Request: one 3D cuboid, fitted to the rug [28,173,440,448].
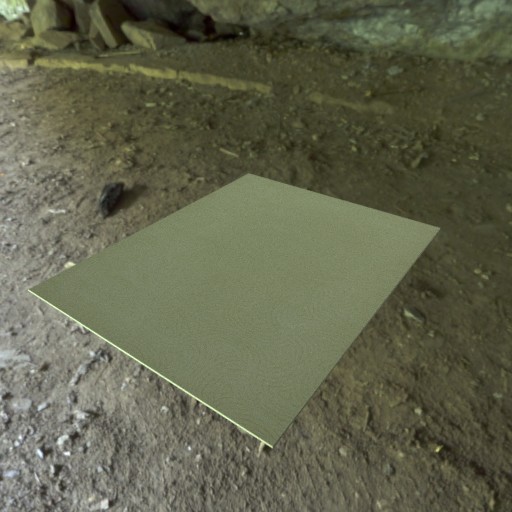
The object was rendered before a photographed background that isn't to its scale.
[{"bbox_3d":[0.000,0.000,3.467,2.073,0.011,2.584,22,39,29],"label":"rug"}]
